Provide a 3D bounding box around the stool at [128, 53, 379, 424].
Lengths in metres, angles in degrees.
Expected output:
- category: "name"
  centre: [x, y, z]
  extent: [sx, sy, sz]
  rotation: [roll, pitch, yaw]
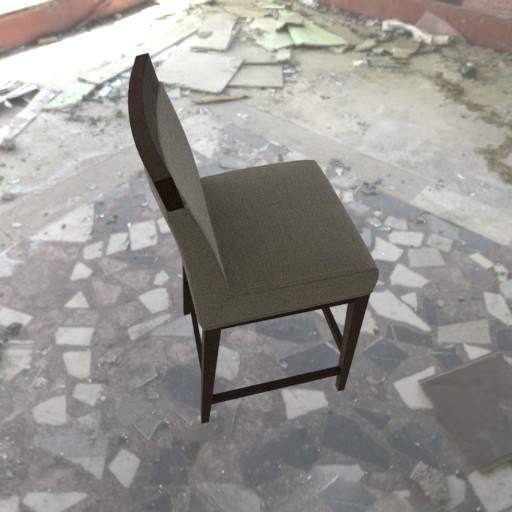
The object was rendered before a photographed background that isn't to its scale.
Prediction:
- category: "stool"
  centre: [0.000, 0.000, 1.297]
  extent: [0.531, 1.009, 0.512]
  rotation: [-10, 48, -9]
